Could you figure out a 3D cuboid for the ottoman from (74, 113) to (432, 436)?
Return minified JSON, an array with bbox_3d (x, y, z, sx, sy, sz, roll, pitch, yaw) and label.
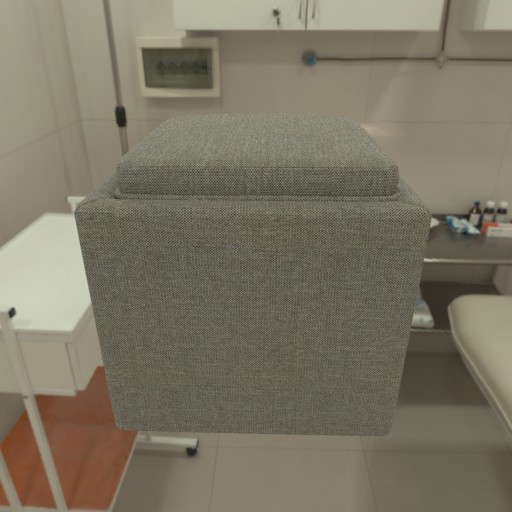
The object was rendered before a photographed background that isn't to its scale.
[{"bbox_3d":[0.000,0.000,0.816,0.450,0.460,0.450,1,27,1],"label":"ottoman"}]
